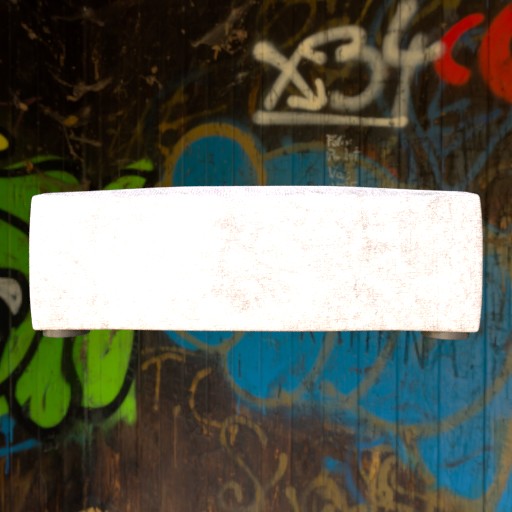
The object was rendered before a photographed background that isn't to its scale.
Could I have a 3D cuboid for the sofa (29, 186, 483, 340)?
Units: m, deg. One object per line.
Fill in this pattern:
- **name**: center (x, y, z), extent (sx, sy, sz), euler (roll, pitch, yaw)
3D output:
- **sofa**: center (0.000, 0.000, 1.124), extent (0.930, 0.330, 0.480), euler (0, 1, 2)
